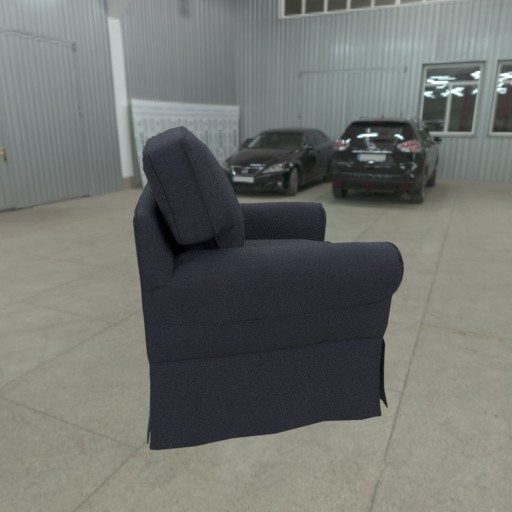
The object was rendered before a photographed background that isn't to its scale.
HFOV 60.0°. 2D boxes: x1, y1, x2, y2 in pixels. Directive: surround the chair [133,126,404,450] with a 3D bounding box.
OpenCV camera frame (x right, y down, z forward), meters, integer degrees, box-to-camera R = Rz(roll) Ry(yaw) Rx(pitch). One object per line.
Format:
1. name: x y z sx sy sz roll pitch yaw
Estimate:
1. chair: 0.000 0.000 2.026 1.002 1.140 1.119 -3 17 -9
